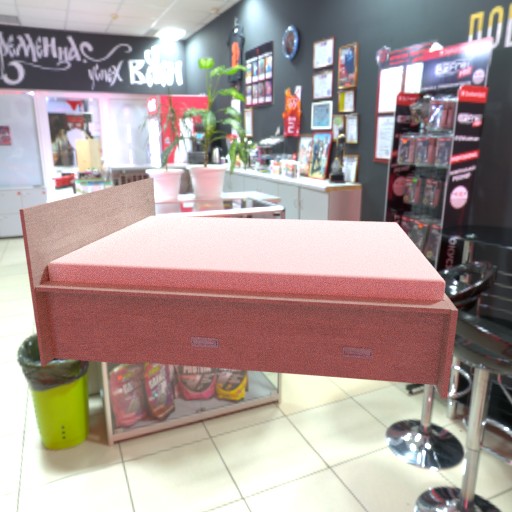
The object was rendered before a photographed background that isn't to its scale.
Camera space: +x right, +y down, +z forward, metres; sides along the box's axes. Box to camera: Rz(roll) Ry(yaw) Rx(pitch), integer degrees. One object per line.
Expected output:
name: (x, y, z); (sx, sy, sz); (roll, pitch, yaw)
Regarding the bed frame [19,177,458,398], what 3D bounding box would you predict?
bed frame: (0.000, 0.000, 2.779); (1.960, 0.800, 1.622); (2, 15, 8)
